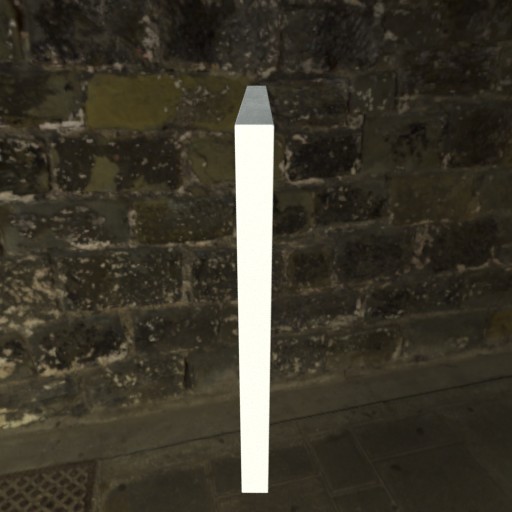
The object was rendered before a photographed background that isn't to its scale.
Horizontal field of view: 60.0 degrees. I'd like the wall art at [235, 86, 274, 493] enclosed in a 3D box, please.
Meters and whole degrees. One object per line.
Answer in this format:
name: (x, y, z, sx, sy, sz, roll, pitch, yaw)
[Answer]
wall art: (0.000, 0.000, 0.754, 0.037, 0.508, 0.508, 0, 25, 0)
